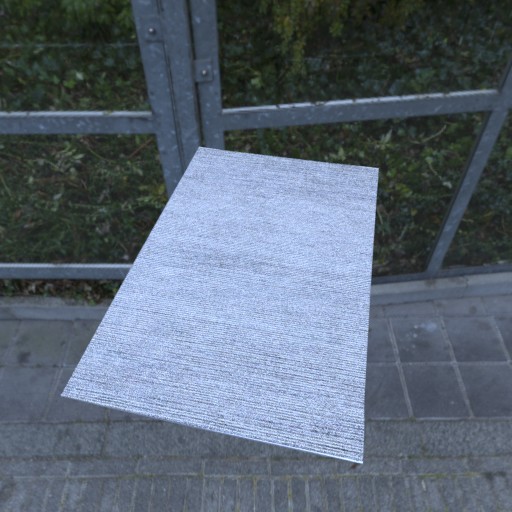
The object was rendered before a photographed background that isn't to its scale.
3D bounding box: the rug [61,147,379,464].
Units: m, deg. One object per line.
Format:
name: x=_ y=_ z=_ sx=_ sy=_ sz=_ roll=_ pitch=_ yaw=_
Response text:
rug: x=0.000 y=0.000 z=2.223 sx=1.159 sy=0.021 sz=1.789 roll=9 pitch=47 yaw=9
